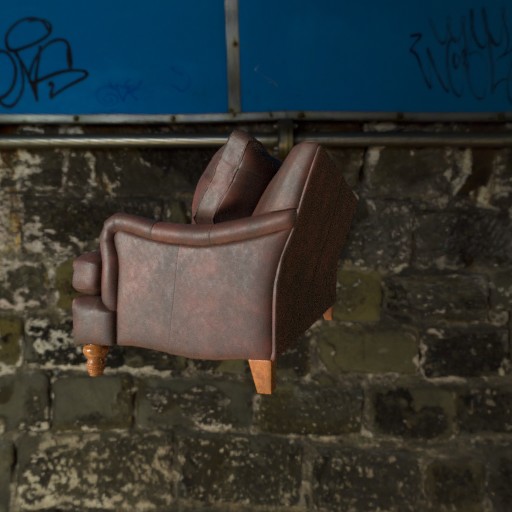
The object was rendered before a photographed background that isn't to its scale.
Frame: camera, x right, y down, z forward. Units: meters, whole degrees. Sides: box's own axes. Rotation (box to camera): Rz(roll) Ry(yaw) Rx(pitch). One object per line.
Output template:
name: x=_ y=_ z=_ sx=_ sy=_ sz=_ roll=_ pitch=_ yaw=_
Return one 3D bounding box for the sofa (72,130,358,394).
sofa: x=0.000 y=0.000 z=2.827 sx=1.147 sy=1.071 sz=2.144 roll=0 pitch=1 yaw=17
